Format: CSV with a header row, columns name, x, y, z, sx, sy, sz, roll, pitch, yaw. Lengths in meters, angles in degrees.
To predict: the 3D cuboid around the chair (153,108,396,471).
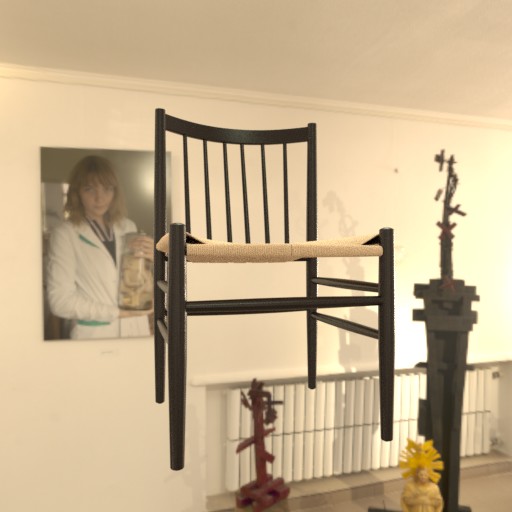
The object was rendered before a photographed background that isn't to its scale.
name,x,y,z,sx,sy,sz,roll,pitch,yaw
chair,0.000,0.000,1.141,0.495,0.818,0.516,0,0,-17
